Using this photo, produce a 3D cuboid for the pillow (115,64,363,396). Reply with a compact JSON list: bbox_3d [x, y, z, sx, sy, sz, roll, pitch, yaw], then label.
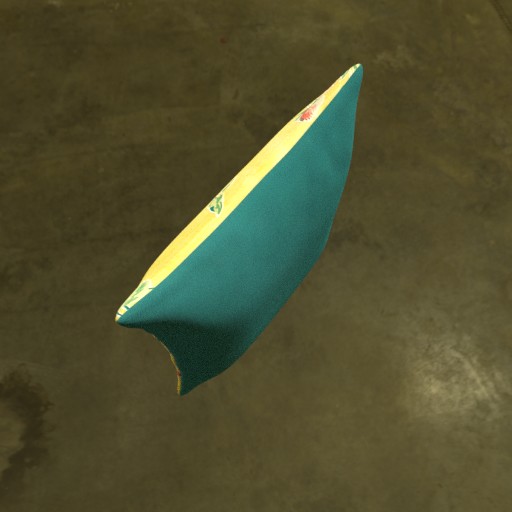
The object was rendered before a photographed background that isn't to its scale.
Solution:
[{"bbox_3d":[0.000,0.000,0.813,0.166,0.508,0.525,34,68,16],"label":"pillow"}]
